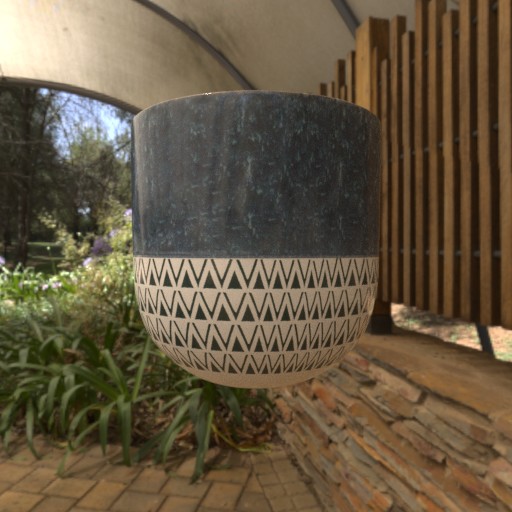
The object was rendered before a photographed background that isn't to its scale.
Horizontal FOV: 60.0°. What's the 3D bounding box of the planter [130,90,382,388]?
[{"bbox_3d":[0.000,0.000,0.489,0.266,0.270,0.266,0,1,0],"label":"planter"}]
